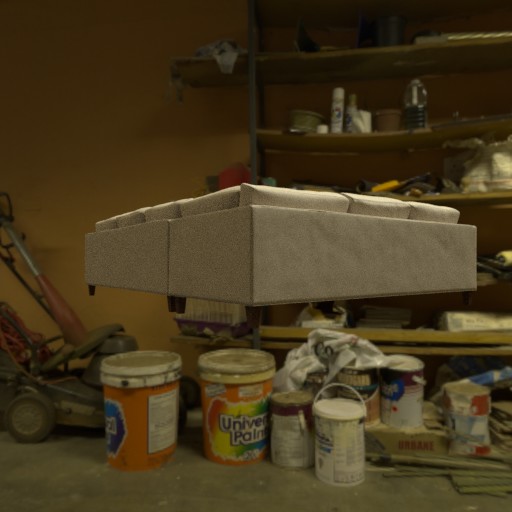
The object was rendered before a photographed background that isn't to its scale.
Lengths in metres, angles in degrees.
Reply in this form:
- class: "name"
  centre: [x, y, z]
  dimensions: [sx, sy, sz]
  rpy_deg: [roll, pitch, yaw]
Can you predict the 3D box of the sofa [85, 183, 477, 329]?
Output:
- class: "sofa"
  centre: [0.000, 0.000, 4.391]
  dimensions: [2.432, 0.863, 3.182]
  rpy_deg: [1, -1, -36]
